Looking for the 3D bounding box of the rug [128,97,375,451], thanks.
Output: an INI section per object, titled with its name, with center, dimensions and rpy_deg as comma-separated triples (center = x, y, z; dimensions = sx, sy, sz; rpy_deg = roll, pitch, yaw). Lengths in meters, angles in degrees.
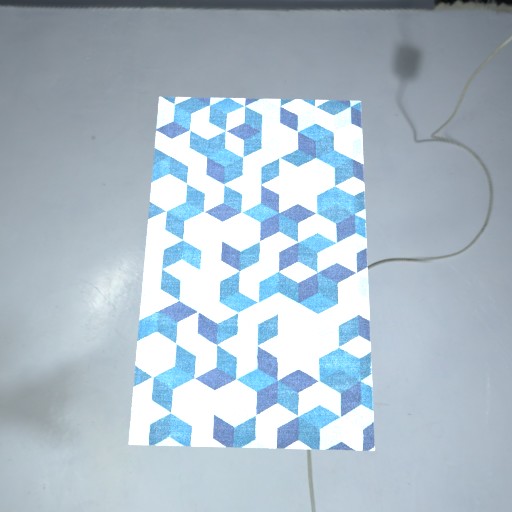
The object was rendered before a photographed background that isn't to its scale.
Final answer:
[rug]
center = 0.000, 0.000, 3.031
dimensions = 1.518, 0.015, 2.438
rpy_deg = 1, 76, 0
